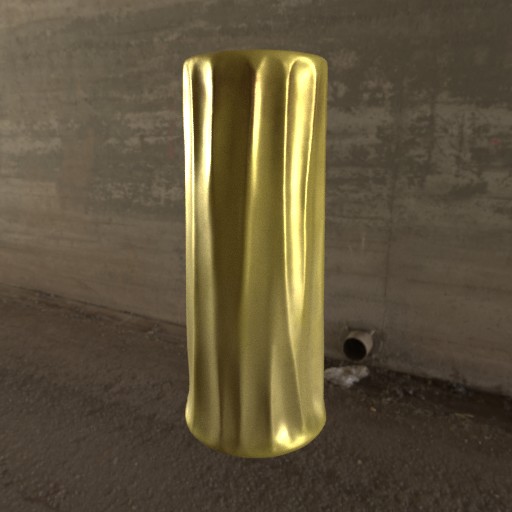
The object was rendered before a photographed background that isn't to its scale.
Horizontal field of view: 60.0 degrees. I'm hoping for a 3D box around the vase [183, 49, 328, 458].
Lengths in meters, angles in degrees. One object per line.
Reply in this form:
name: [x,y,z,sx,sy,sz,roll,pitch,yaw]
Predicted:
vase: [0.000,0.000,0.177,0.061,0.143,0.061,0,14,0]
